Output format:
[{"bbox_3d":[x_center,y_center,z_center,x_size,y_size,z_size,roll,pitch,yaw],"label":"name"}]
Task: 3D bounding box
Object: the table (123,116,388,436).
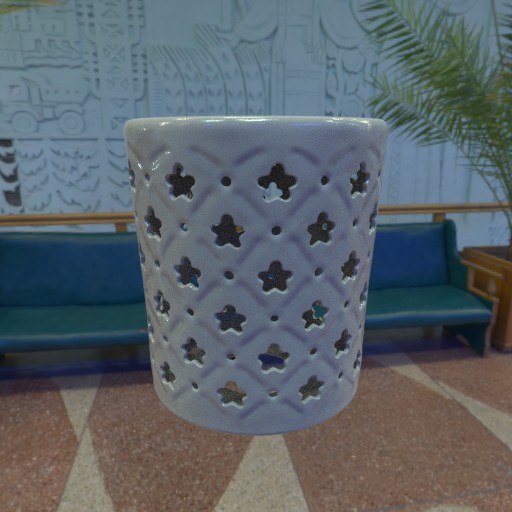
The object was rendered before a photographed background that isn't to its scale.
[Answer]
[{"bbox_3d":[0.000,0.000,0.655,0.352,0.387,0.352,0,15,0],"label":"table"}]
